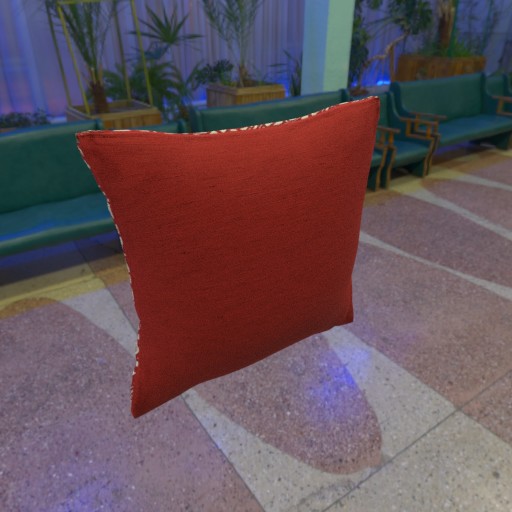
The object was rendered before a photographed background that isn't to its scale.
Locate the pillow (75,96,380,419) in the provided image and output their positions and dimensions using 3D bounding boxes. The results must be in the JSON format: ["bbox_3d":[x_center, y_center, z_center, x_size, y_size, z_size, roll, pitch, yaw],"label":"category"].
[{"bbox_3d":[0.000,0.000,0.658,0.438,0.419,0.162,-17,33,-28],"label":"pillow"}]
